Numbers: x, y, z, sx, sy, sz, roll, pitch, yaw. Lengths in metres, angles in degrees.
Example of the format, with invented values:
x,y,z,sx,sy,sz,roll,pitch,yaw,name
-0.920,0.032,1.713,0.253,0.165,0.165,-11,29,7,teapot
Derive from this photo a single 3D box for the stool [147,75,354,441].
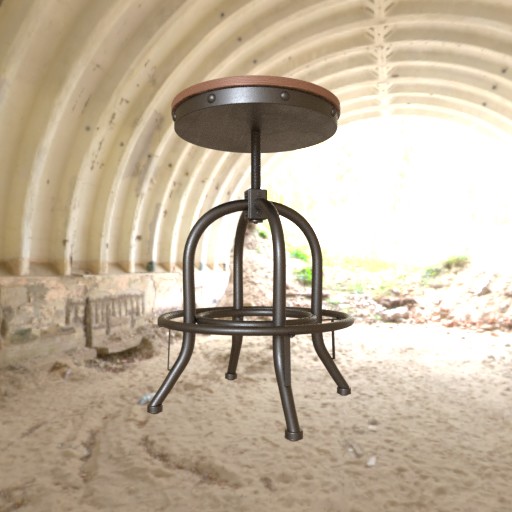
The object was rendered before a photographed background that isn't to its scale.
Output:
x,y,z,sx,sy,sz,roll,pitch,yaw,name
0.000,0.000,0.923,0.439,0.609,0.439,0,-2,-18,stool
